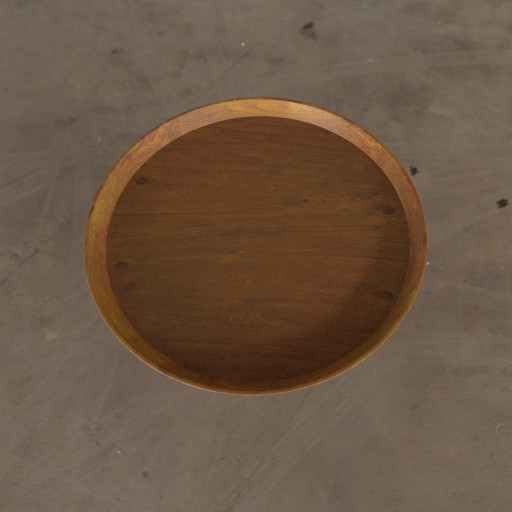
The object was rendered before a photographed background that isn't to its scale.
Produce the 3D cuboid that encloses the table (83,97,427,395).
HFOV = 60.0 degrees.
[{"bbox_3d":[0.000,0.000,1.529,1.016,0.470,1.016,0,64,0],"label":"table"}]
